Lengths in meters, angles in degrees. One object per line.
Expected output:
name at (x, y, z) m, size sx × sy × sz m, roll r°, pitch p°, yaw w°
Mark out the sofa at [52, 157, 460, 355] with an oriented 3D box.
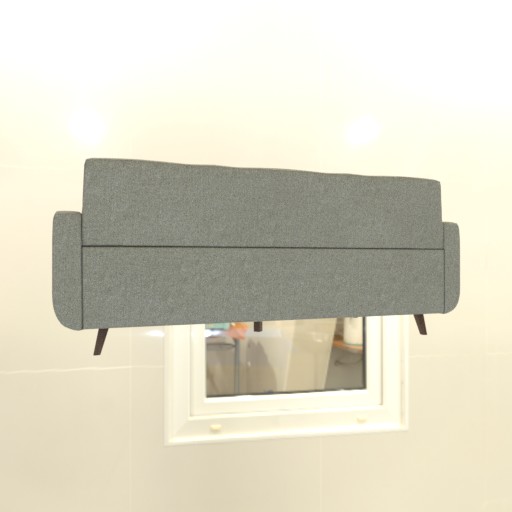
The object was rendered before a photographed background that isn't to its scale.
sofa at (0.000, 0.000, 2.576) m, size 2.055 × 0.873 × 0.968 m, roll 0°, pitch 0°, yaw -17°
